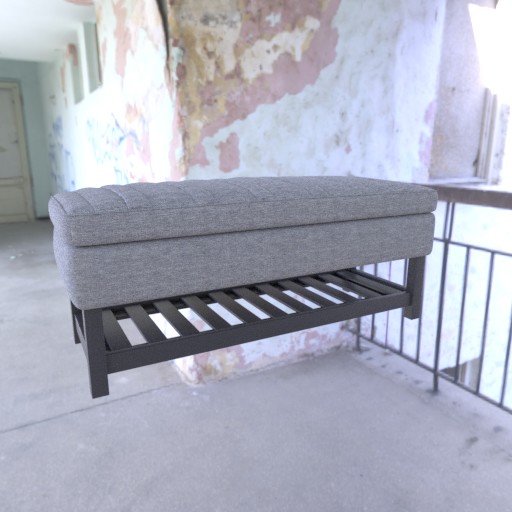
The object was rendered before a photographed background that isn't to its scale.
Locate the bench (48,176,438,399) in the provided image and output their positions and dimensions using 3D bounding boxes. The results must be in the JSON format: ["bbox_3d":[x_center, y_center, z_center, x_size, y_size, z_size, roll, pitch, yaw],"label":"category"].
[{"bbox_3d":[0.000,0.000,1.347,1.100,0.470,0.429,-7,16,-27],"label":"bench"}]
